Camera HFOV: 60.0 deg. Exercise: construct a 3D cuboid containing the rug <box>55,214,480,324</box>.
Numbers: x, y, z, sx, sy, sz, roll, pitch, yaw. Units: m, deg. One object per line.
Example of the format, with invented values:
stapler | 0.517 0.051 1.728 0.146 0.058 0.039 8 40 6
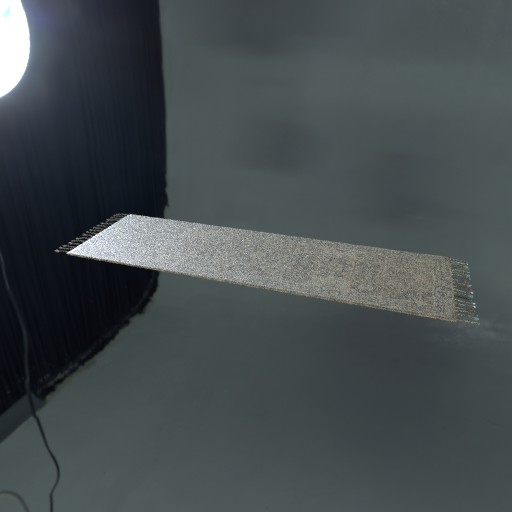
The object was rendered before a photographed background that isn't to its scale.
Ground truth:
rug | 0.000 0.000 2.957 2.664 0.011 0.762 9 28 17
